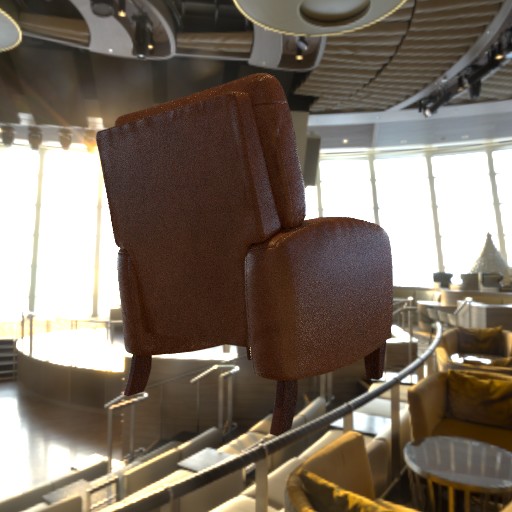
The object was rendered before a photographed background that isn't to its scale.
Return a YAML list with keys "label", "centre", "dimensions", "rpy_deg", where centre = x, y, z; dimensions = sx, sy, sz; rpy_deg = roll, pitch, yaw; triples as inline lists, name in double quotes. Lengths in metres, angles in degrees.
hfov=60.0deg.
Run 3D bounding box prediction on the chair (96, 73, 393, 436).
- label: "chair"
  centre: [0.000, 0.000, 1.670]
  dimensions: [0.762, 0.990, 0.990]
  rpy_deg: [-1, -2, 36]
